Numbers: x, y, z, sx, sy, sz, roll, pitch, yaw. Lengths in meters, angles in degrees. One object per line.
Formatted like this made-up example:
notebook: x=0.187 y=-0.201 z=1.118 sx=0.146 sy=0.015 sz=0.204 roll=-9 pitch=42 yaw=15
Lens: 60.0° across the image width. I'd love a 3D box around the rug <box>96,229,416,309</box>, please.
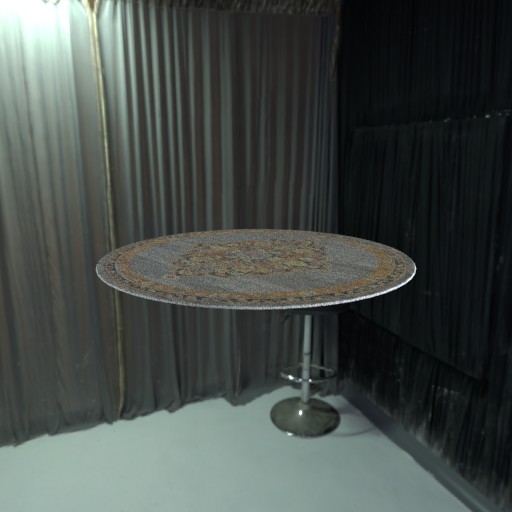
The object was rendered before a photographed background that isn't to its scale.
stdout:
rug: x=0.000 y=0.000 z=2.347 sx=1.598 sy=0.010 sz=1.598 roll=0 pitch=13 yaw=0
